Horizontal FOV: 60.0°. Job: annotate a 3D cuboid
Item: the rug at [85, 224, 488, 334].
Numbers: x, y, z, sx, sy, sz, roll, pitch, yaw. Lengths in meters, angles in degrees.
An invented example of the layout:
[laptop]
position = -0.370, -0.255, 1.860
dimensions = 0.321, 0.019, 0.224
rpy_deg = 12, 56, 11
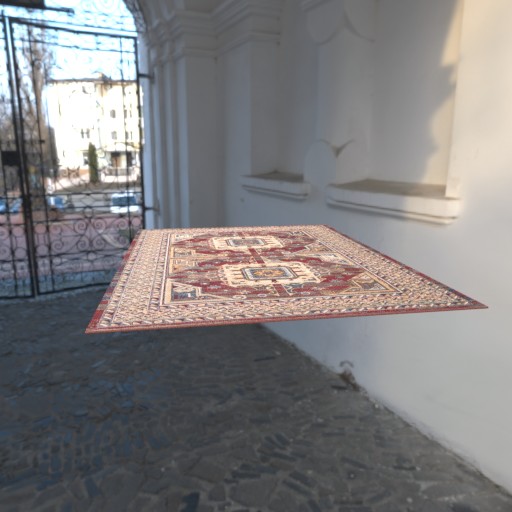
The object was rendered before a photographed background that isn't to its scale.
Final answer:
[rug]
position = 0.000, 0.000, 4.083
dimensions = 2.381, 0.013, 3.197
rpy_deg = -2, 14, -9
